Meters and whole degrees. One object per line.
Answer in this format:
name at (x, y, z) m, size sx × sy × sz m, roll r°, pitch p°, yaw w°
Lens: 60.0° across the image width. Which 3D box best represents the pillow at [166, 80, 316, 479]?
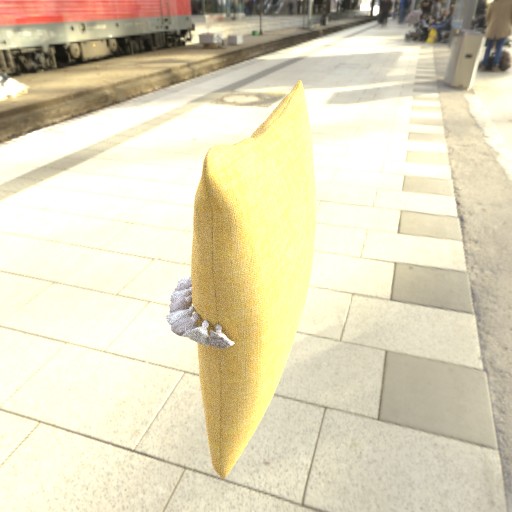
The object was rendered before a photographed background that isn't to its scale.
pillow at (0.000, 0.000, 0.728) m, size 0.167 × 0.481 × 0.485 m, roll 8°, pitch 31°, yaw 14°
